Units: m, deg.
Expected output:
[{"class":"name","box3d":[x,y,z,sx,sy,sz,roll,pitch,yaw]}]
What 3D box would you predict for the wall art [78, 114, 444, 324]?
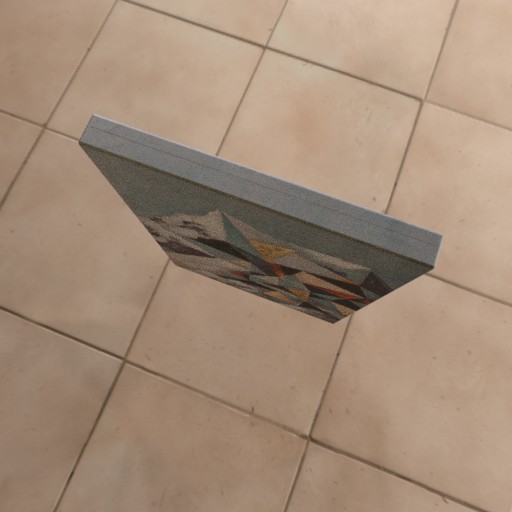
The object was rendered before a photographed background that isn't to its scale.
[{"class":"wall art","box3d":[0.000,0.000,1.154,0.609,0.911,0.061,20,77,5]}]
